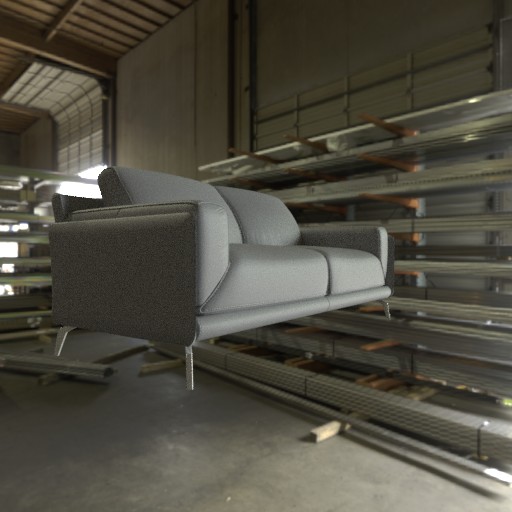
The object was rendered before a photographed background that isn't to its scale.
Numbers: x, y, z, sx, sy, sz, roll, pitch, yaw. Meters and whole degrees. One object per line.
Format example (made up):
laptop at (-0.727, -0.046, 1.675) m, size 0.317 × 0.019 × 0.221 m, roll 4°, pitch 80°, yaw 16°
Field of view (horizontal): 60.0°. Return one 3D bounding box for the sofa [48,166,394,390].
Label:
sofa at (0.000, 0.000, 2.592) m, size 0.969 × 0.900 × 2.100 m, roll 0°, pitch 0°, yaw 35°
